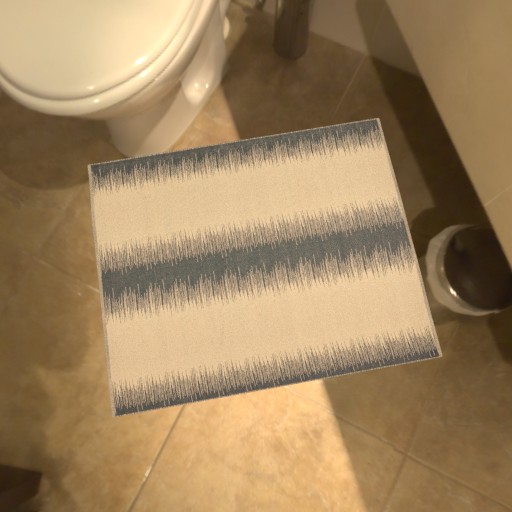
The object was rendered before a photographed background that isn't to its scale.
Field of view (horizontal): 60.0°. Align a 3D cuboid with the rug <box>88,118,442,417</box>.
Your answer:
[{"bbox_3d":[0.000,0.000,4.257,3.037,0.004,2.453,-10,77,-2],"label":"rug"}]
